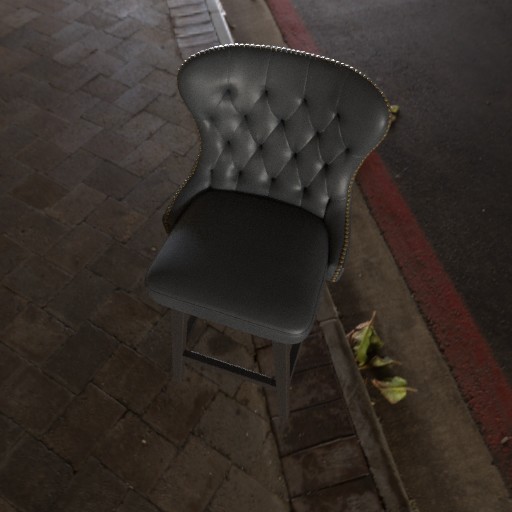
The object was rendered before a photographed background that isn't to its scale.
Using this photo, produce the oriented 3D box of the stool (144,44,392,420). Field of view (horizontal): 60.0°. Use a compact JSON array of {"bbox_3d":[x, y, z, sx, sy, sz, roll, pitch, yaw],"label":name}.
[{"bbox_3d":[0.000,0.000,1.307,0.528,0.971,0.593,16,57,10],"label":"stool"}]
